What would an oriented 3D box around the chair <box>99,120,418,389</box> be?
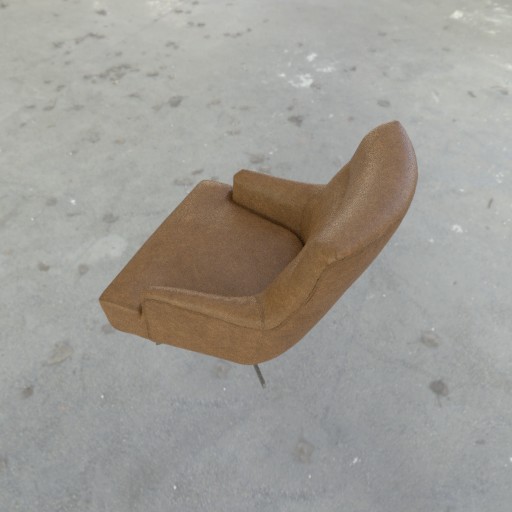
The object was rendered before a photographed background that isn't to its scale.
[{"bbox_3d":[0.000,0.000,1.536,0.874,0.869,0.729,18,49,16],"label":"chair"}]
